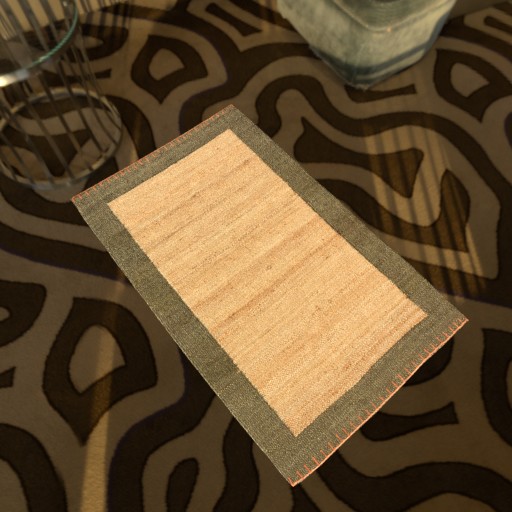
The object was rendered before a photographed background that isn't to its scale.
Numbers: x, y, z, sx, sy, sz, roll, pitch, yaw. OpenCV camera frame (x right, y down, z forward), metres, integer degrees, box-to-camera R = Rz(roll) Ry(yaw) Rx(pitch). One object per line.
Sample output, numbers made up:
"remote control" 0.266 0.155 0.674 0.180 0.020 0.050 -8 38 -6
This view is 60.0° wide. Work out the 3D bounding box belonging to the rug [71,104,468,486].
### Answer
"rug" 0.000 0.000 3.006 1.521 0.006 2.435 -36 68 -17
